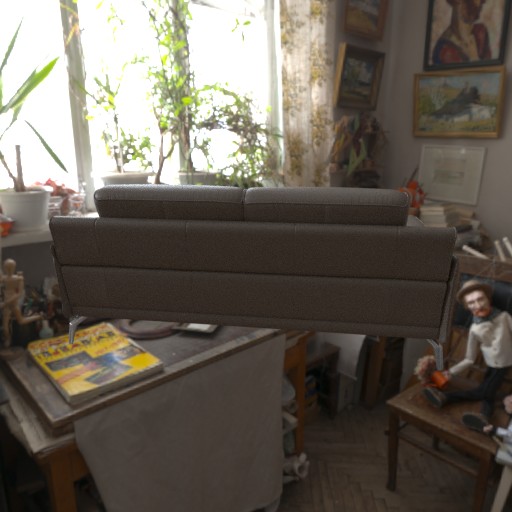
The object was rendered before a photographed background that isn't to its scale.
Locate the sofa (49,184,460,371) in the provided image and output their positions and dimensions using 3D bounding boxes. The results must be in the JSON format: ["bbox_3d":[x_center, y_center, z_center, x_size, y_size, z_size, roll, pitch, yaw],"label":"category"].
[{"bbox_3d":[0.000,0.000,2.643,2.101,0.930,1.049,2,16,8],"label":"sofa"}]
